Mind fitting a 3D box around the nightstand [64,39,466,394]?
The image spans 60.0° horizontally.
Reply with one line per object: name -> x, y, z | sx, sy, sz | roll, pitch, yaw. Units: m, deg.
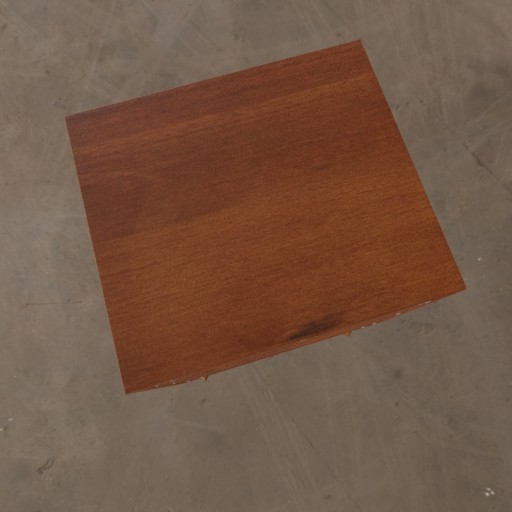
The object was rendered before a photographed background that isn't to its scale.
nightstand -> 0.000, 0.000, 0.910 | 0.460, 0.618, 0.411 | -16, 76, -4
